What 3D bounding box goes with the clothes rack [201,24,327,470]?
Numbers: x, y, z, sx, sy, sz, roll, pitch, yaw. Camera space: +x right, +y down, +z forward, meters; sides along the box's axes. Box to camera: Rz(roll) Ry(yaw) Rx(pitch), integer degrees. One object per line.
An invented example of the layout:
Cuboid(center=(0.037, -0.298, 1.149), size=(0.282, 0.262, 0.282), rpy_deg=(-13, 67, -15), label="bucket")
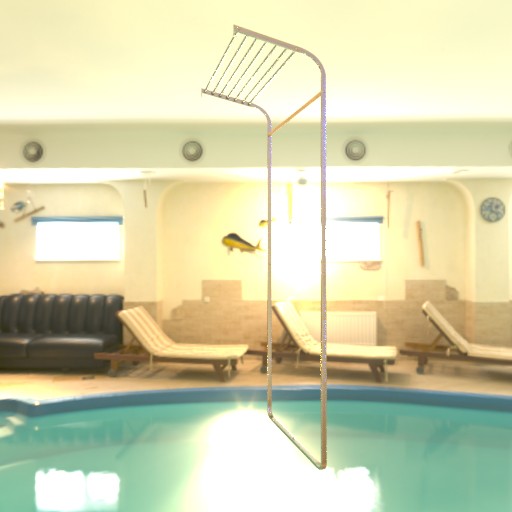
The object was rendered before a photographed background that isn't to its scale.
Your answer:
Cuboid(center=(0.000, 0.000, 1.844), size=(0.349, 1.574, 0.609), rpy_deg=(0, 0, -18), label="clothes rack")
